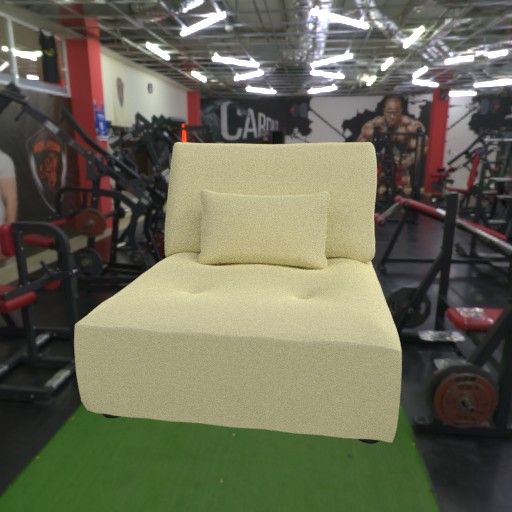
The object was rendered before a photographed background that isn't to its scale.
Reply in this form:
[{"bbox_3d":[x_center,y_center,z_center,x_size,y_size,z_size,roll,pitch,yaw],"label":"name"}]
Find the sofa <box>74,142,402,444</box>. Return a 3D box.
[{"bbox_3d":[0.000,0.000,1.653,0.930,0.820,1.000,2,15,8],"label":"sofa"}]
